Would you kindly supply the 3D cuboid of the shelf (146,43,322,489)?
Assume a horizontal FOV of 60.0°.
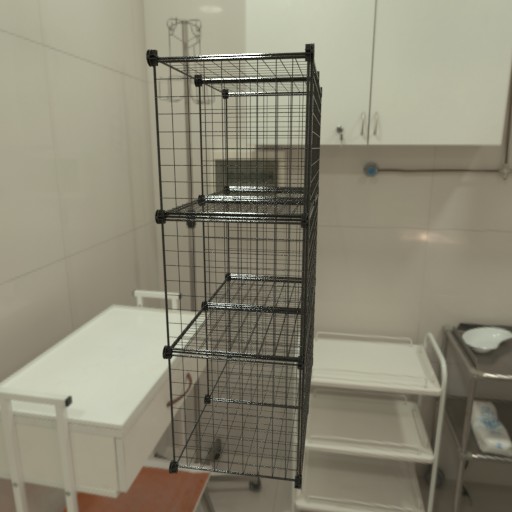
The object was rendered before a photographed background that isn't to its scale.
[{"bbox_3d":[0.000,0.000,1.380,0.356,1.067,0.711,2,14,9],"label":"shelf"}]
